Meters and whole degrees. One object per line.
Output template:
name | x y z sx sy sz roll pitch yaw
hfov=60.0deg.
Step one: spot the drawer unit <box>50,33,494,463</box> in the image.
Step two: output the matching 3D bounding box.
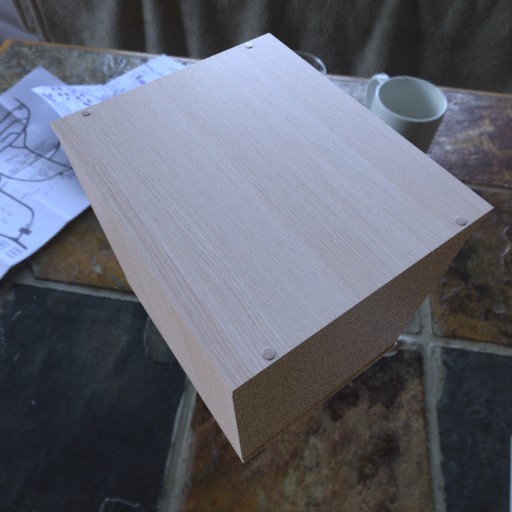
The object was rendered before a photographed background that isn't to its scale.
drawer unit | 0.000 0.000 0.583 0.290 0.344 0.349 -31 62 -18
